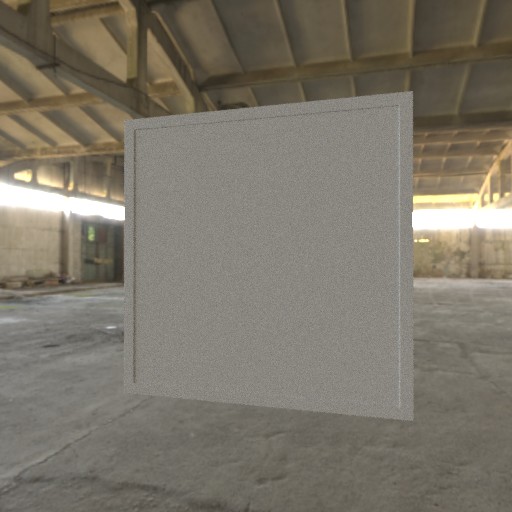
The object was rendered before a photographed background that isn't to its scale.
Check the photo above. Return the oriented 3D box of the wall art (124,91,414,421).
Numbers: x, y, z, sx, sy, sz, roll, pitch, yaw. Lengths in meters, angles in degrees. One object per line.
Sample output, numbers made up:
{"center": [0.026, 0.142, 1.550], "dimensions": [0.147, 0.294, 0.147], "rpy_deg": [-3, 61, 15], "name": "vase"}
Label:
{"center": [0.000, 0.000, 0.987], "dimensions": [0.660, 0.660, 0.015], "rpy_deg": [0, 0, 16], "name": "wall art"}
